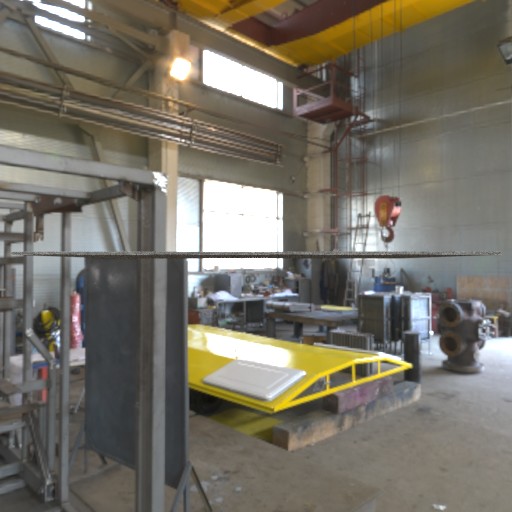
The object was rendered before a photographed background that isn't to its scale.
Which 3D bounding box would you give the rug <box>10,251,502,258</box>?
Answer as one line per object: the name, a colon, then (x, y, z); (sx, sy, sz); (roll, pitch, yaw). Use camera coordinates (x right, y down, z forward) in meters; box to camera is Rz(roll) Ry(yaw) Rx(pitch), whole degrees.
rug: (0.000, 0.000, 2.242); (1.819, 0.012, 1.208); (0, -1, 1)
